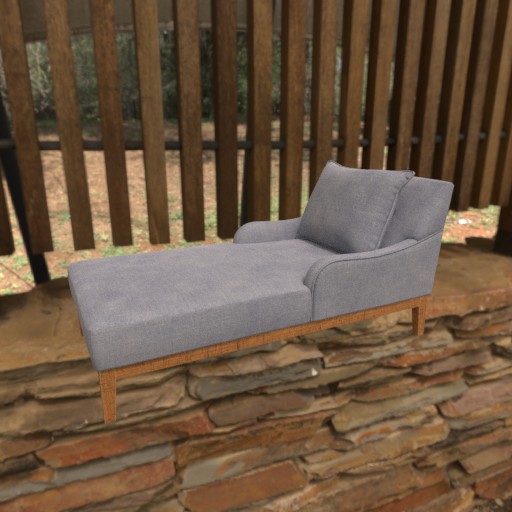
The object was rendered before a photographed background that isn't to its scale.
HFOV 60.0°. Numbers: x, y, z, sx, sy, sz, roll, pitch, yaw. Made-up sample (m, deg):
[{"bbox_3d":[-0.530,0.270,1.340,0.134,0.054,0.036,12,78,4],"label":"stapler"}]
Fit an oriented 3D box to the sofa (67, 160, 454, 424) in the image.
[{"bbox_3d":[0.000,0.000,2.306,1.779,0.883,0.904,-8,19,-26],"label":"sofa"}]
